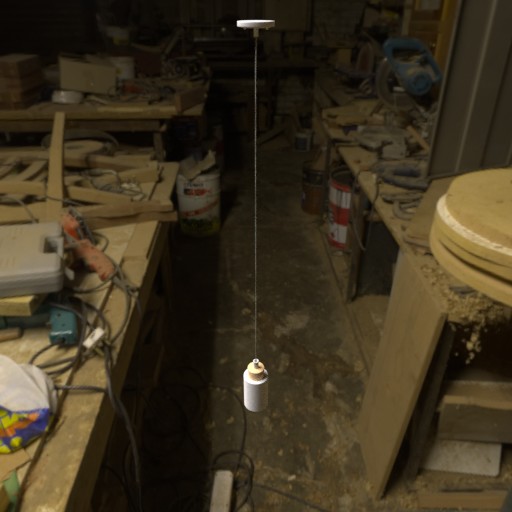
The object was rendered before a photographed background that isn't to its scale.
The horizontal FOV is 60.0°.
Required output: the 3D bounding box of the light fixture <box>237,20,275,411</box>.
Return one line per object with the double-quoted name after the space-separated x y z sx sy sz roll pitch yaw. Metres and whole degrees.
0.000 0.000 1.917 0.125 1.798 0.125 -1 30 -1 "light fixture"
